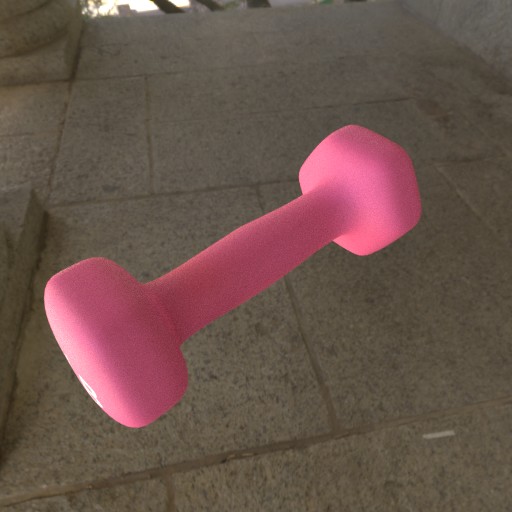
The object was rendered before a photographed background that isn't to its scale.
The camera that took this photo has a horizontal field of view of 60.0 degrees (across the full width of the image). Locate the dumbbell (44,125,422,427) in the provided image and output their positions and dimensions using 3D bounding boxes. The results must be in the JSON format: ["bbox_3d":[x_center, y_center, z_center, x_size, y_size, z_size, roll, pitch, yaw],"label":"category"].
[{"bbox_3d":[0.000,0.000,0.167,0.146,0.053,0.058,-32,54,-27],"label":"dumbbell"}]
